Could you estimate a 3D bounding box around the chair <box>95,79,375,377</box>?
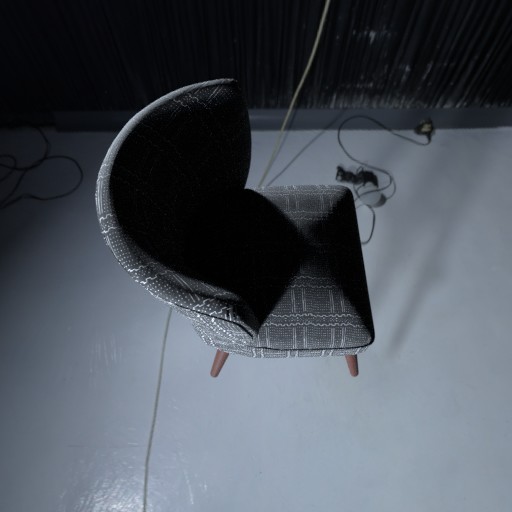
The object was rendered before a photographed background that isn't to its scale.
[{"bbox_3d":[0.000,0.000,1.427,0.758,0.866,0.710,-2,64,-1],"label":"chair"}]
